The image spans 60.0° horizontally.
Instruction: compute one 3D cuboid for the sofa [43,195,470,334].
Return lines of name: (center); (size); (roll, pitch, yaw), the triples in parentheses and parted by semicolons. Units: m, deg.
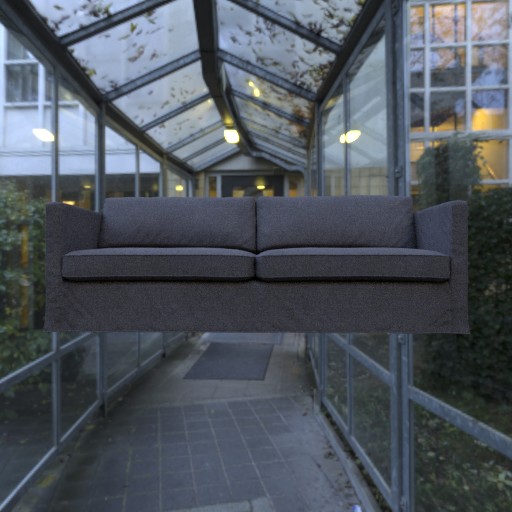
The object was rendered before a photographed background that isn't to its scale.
sofa: (0.000, 0.000, 3.339); (2.779, 0.998, 1.036); (0, 0, 1)
